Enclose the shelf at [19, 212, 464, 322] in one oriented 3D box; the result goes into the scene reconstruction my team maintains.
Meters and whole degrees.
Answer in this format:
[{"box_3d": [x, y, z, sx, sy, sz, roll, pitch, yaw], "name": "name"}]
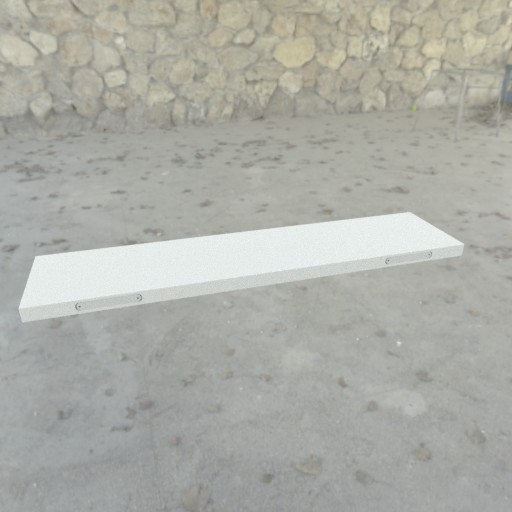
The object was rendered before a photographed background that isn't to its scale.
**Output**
[{"box_3d": [0.000, 0.000, 0.650, 0.610, 0.020, 0.140, -8, 28, -15], "name": "shelf"}]
